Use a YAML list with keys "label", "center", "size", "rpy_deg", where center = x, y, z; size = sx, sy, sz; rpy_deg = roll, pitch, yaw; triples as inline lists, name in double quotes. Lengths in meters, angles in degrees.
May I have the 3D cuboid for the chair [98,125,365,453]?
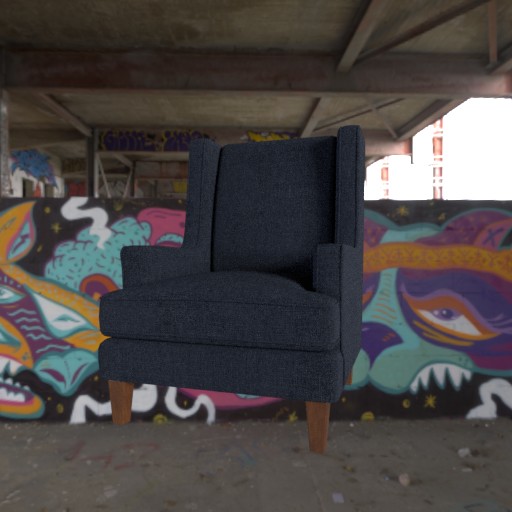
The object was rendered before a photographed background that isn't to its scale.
- label: "chair"
  center: [0.000, 0.000, 1.718]
  size: [0.764, 1.072, 0.947]
  rpy_deg: [0, 0, 18]
